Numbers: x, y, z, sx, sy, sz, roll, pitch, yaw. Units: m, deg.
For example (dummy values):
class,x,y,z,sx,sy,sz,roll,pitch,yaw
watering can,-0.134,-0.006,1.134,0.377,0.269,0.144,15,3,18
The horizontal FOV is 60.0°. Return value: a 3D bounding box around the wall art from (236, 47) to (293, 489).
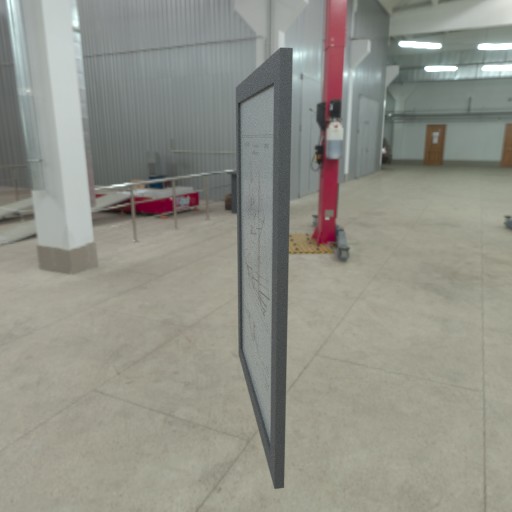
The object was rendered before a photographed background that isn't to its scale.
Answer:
class,x,y,z,sx,sy,sz,roll,pitch,yaw
wall art,0.000,0.000,0.695,0.013,0.534,0.380,-2,15,-9
